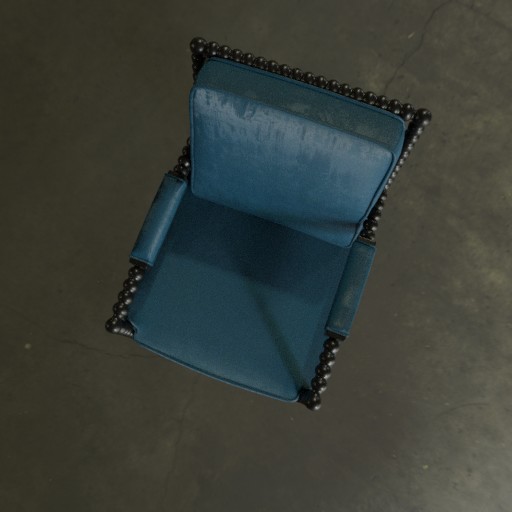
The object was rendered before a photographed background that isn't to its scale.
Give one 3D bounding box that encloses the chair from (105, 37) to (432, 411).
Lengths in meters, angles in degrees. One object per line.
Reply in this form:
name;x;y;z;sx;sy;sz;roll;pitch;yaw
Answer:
chair;0.000;0.000;1.419;0.688;0.857;0.805;20;77;5
